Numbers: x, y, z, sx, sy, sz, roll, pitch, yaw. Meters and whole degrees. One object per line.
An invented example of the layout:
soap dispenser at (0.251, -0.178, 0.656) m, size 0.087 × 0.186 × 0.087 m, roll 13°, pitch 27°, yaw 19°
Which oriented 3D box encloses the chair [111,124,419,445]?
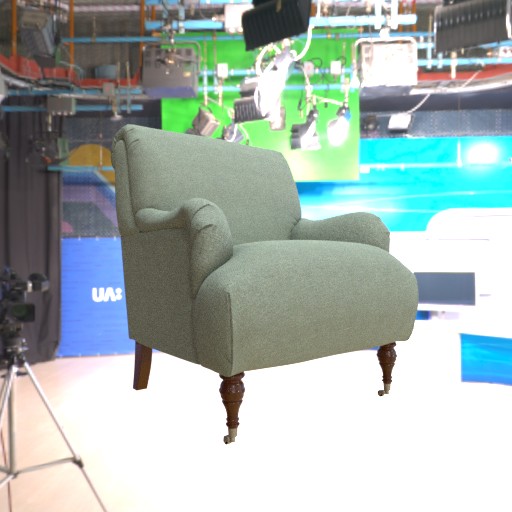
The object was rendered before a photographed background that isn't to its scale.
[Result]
chair at (0.000, 0.000, 1.915) m, size 0.964 × 1.178 × 1.060 m, roll 0°, pitch 1°, yaw -37°
